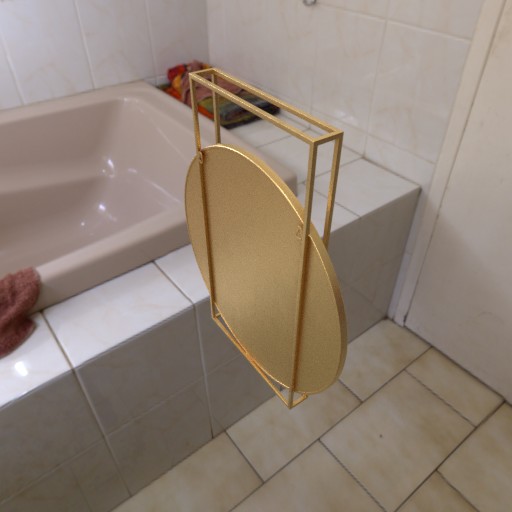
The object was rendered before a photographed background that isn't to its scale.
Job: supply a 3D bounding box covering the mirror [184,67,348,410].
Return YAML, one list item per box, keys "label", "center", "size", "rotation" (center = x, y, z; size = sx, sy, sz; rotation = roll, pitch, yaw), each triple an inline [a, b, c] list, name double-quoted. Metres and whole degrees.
- label: "mirror"
  center: [0.000, 0.000, 0.843]
  size: [0.051, 0.603, 0.508]
  rotation: [-25, 46, -26]
